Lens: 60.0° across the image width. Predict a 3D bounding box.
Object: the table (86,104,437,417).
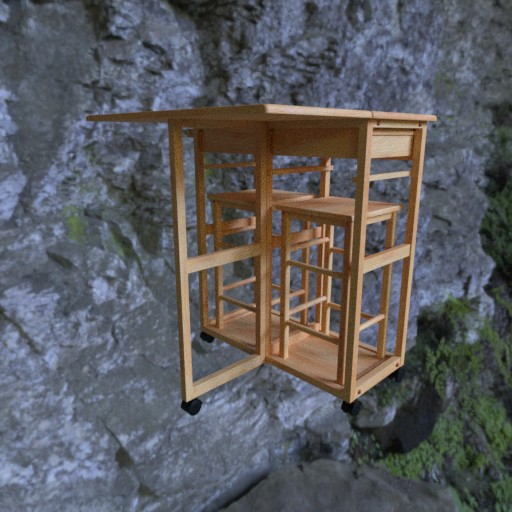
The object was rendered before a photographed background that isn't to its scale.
[{"bbox_3d":[0.000,0.000,1.375,0.693,0.832,0.752,-15,21,-43],"label":"table"}]
